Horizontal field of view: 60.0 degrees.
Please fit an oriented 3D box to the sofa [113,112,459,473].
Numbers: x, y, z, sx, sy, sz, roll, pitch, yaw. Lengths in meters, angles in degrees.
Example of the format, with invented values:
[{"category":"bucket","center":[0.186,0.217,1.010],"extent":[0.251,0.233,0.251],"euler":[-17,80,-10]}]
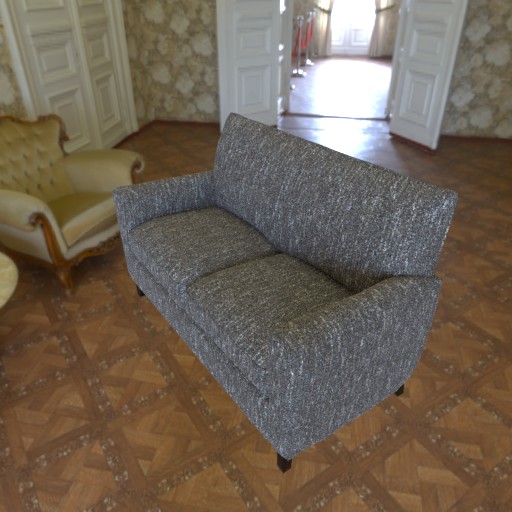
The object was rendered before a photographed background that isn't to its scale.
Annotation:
[{"category":"sofa","center":[0.000,0.000,2.061],"extent":[0.801,0.946,1.519],"euler":[-20,36,-30]}]
